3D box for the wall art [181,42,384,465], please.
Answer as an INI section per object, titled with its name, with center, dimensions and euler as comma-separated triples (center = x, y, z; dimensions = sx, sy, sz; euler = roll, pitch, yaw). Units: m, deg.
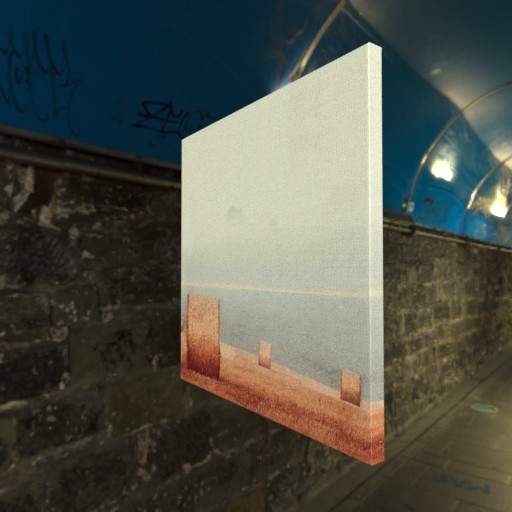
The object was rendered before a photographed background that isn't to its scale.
[wall art]
center = 0.000, 0.000, 0.887
dimensions = 0.034, 0.605, 0.605
euler = 1, -2, -36
